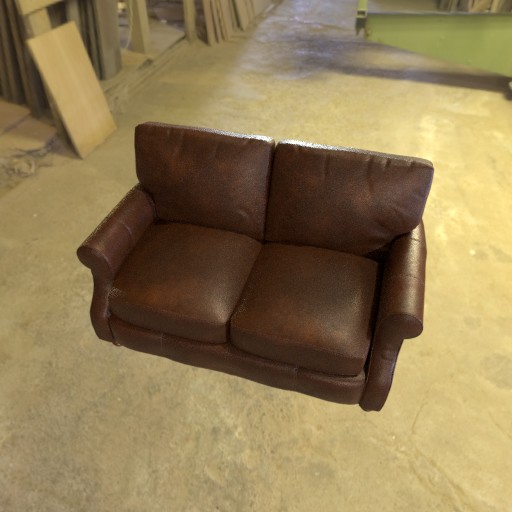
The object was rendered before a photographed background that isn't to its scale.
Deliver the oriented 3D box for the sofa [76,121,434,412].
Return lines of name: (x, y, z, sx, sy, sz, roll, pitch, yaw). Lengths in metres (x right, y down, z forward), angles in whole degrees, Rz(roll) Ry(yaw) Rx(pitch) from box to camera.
sofa: (0.000, 0.000, 2.246, 1.616, 0.976, 0.990, 11, 42, 12)
